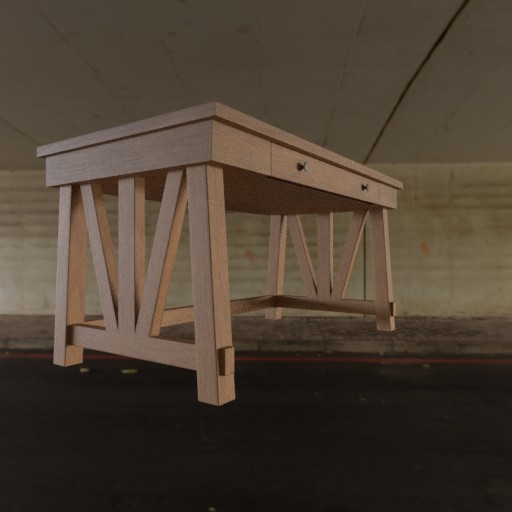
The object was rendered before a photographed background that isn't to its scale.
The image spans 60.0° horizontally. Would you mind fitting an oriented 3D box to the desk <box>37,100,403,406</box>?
[{"bbox_3d":[0.000,0.000,1.925,0.813,0.762,1.499,0,0,35],"label":"desk"}]
